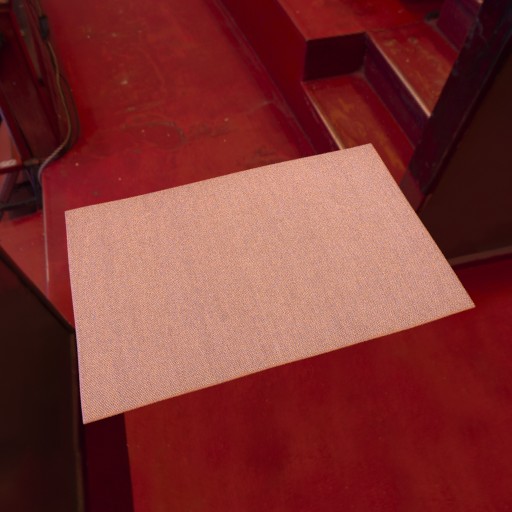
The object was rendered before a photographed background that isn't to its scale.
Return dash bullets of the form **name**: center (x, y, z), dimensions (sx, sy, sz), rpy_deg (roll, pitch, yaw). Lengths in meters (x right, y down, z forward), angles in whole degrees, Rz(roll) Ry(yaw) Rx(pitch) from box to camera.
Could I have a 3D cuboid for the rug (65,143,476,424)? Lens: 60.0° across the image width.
- **rug**: center (0.000, 0.000, 2.071), dimensions (1.678, 0.013, 1.078), rpy_deg (-14, 58, -9)
